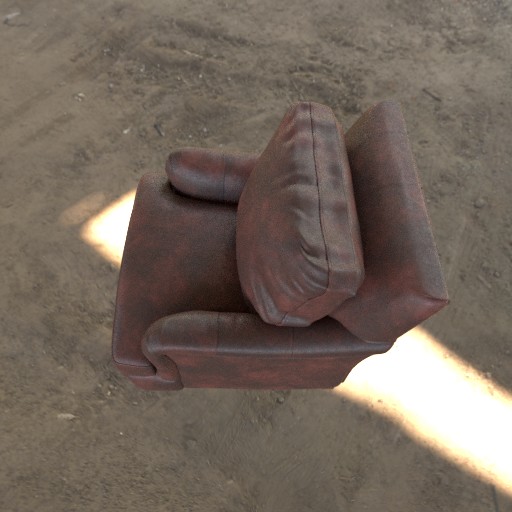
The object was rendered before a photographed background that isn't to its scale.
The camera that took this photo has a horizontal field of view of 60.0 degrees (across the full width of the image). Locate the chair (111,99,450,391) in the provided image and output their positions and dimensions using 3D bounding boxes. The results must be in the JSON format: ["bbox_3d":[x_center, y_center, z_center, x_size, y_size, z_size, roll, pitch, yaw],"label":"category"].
[{"bbox_3d":[0.000,0.000,1.912,1.156,1.051,0.987,0,59,0],"label":"chair"}]
